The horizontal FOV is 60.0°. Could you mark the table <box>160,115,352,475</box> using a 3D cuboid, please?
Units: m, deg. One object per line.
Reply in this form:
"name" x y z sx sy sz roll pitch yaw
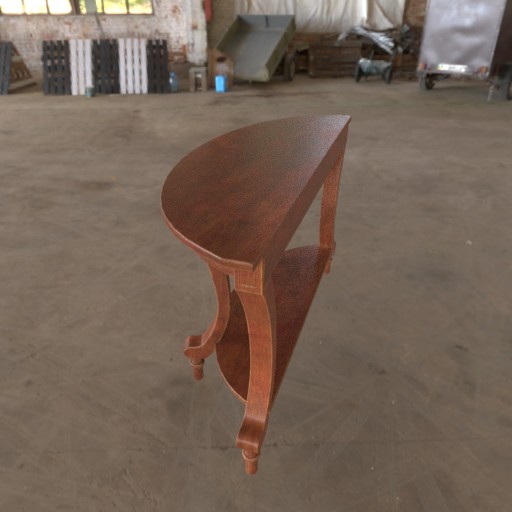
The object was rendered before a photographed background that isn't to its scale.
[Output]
"table" 0.000 0.000 1.494 0.394 0.699 1.198 10 32 16
